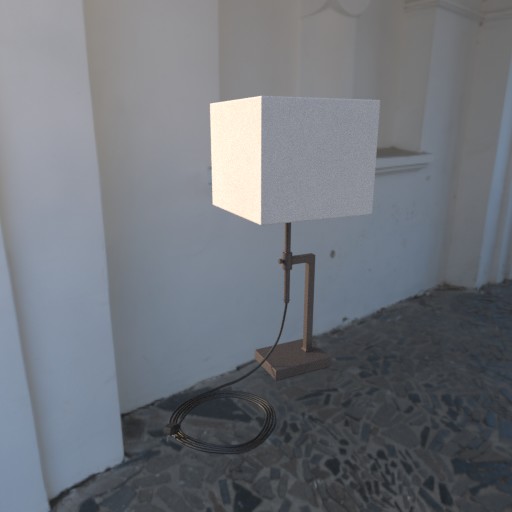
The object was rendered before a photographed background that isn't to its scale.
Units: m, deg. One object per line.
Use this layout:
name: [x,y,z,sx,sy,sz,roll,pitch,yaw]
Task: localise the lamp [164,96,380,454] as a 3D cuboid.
lamp: [0.000,0.000,0.986,0.504,0.660,0.399,-7,18,-24]
